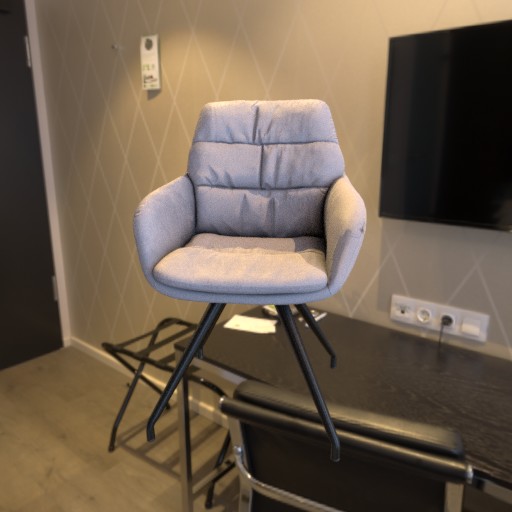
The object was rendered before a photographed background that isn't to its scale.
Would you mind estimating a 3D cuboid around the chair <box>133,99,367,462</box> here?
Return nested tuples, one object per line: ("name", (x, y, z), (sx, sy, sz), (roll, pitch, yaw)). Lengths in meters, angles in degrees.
("chair", (0.000, 0.000, 1.267), (0.579, 0.888, 0.569), (2, 14, 9))
